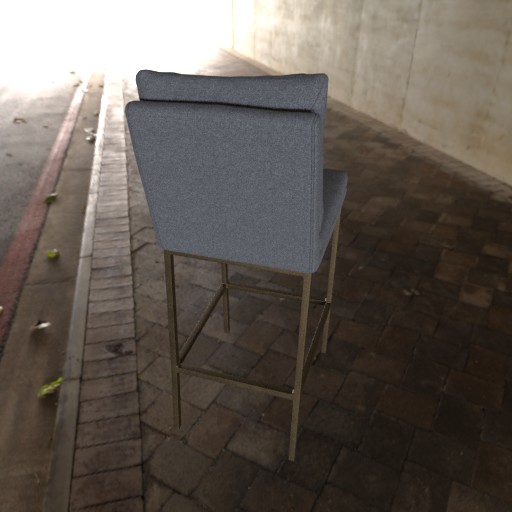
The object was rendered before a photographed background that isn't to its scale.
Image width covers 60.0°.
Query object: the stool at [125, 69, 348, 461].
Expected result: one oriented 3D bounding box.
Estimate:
[{"bbox_3d":[0.000,0.000,1.381,0.463,1.130,0.569,9,32,15],"label":"stool"}]
